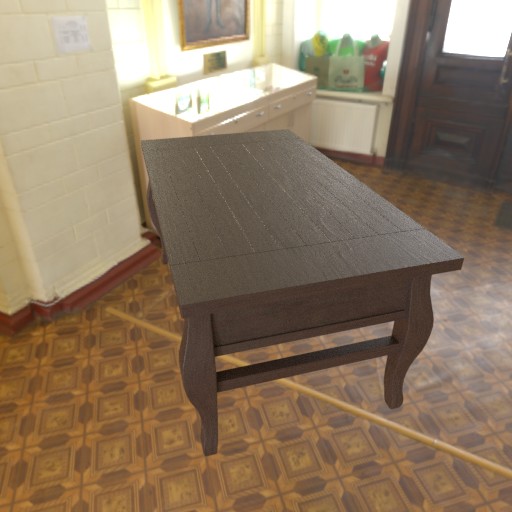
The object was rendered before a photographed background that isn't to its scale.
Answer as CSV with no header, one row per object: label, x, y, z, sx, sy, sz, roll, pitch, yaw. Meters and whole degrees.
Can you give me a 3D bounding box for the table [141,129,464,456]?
table,0.000,0.000,1.403,0.600,0.494,1.062,-8,31,-14
